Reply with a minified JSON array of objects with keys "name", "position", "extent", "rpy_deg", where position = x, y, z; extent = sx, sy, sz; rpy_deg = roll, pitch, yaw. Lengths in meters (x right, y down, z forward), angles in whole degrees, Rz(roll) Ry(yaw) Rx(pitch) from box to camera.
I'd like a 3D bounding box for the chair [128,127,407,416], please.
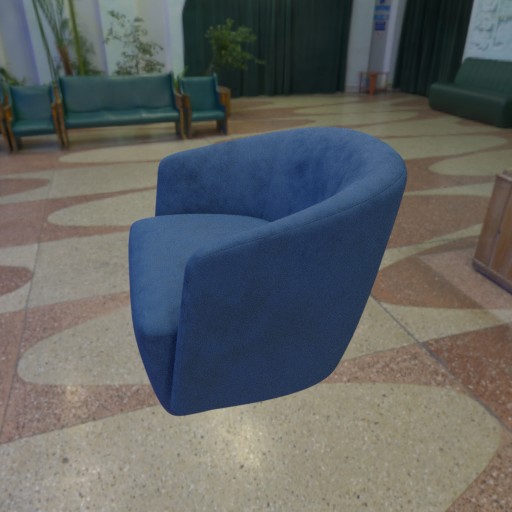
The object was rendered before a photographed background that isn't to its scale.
[{"name":"chair","position":[0.000,0.000,1.373],"extent":[0.767,0.698,0.773],"rpy_deg":[-7,29,-14]}]
